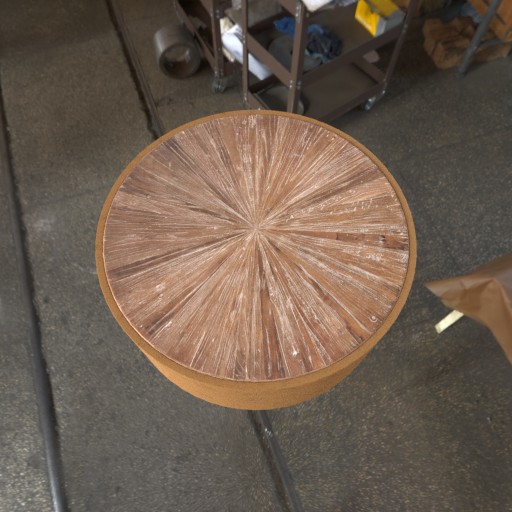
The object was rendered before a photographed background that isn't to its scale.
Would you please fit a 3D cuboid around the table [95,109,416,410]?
[{"bbox_3d":[0.000,0.000,1.575,1.001,0.409,1.001,0,63,0],"label":"table"}]
